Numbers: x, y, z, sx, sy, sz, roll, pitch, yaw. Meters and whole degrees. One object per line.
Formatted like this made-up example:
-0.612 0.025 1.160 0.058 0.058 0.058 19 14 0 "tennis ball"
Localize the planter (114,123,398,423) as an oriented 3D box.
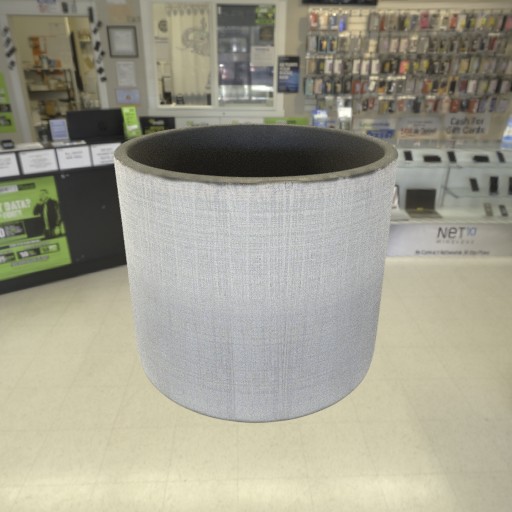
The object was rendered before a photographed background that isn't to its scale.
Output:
0.000 0.000 0.400 0.226 0.201 0.226 0 25 0 "planter"
